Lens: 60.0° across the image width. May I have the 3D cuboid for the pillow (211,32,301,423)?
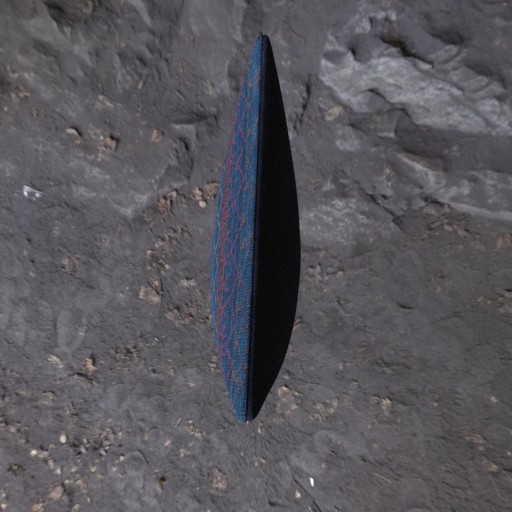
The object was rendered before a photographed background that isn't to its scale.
[{"bbox_3d":[0.000,0.000,0.664,0.141,0.431,0.431,2,75,1],"label":"pillow"}]
